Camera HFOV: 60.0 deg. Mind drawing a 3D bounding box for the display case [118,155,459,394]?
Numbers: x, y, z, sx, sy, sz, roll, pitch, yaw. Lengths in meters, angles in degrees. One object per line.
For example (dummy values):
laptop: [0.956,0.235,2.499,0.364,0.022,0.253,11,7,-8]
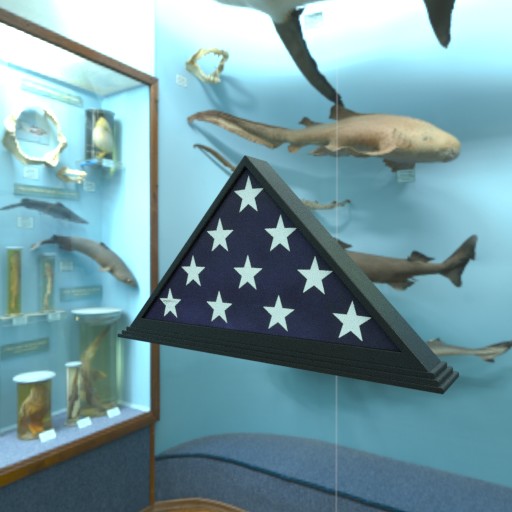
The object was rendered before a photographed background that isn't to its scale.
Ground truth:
display case: [0.000,0.000,0.774,0.640,0.340,0.095,0,1,35]
